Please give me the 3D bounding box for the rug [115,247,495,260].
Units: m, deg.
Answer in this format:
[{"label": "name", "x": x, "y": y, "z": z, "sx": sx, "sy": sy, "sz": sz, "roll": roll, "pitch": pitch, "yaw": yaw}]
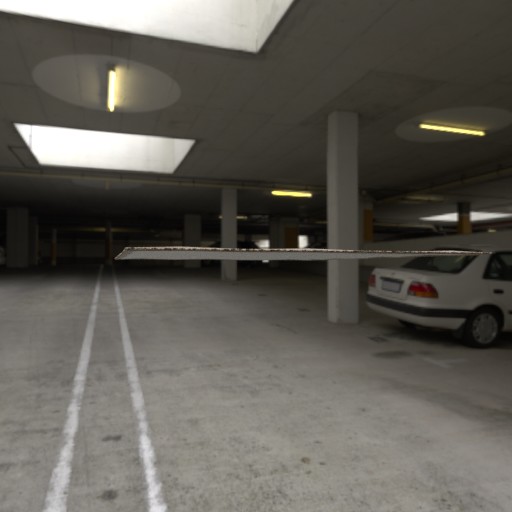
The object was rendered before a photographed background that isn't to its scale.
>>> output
[{"label": "rug", "x": 0.000, "y": 0.000, "z": 4.062, "sx": 2.426, "sy": 0.034, "sz": 3.061, "roll": 0, "pitch": -2, "yaw": -19}]
